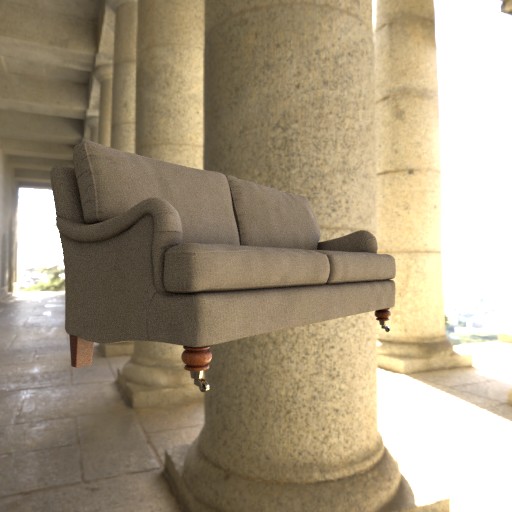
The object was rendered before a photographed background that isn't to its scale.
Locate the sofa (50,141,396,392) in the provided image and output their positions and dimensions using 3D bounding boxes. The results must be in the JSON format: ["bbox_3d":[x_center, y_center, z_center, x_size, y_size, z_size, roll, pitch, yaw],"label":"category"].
[{"bbox_3d":[0.000,0.000,2.775,1.069,1.096,2.193,-1,-2,37],"label":"sofa"}]
